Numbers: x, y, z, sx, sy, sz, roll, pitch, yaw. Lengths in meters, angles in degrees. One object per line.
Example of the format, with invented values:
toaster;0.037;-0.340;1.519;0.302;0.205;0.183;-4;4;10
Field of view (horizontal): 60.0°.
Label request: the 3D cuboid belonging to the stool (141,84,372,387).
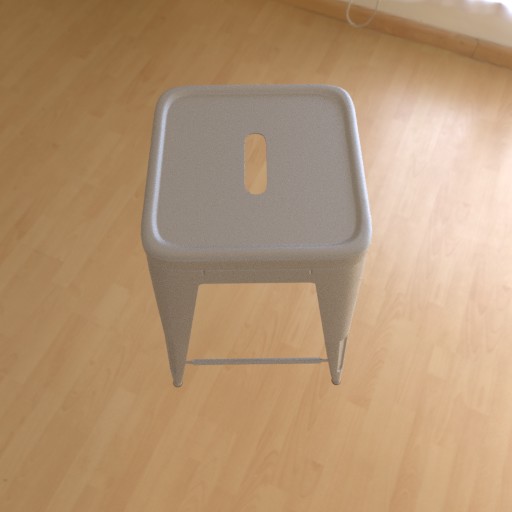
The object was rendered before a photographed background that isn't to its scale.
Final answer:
stool;0.000;0.000;0.900;0.410;0.608;0.410;-1;64;0
